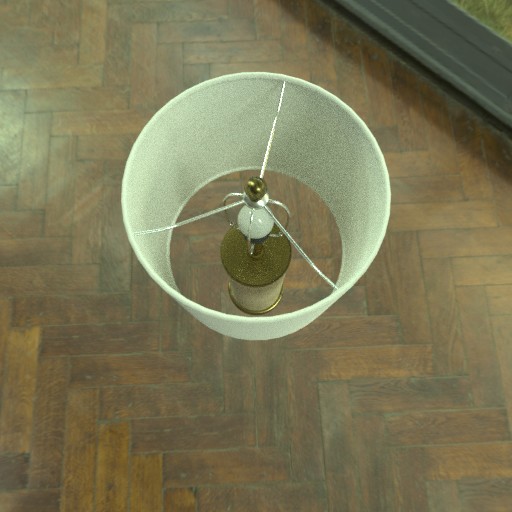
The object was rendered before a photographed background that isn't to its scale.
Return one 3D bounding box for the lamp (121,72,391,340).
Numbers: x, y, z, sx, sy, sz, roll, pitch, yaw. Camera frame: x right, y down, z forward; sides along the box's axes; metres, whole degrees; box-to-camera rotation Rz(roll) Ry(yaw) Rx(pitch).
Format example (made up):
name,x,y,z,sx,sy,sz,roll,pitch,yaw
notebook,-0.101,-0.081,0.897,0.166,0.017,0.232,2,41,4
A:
name,x,y,z,sx,sy,sz,roll,pitch,yaw
lamp,0.000,0.000,0.796,0.305,0.634,0.305,12,76,3
